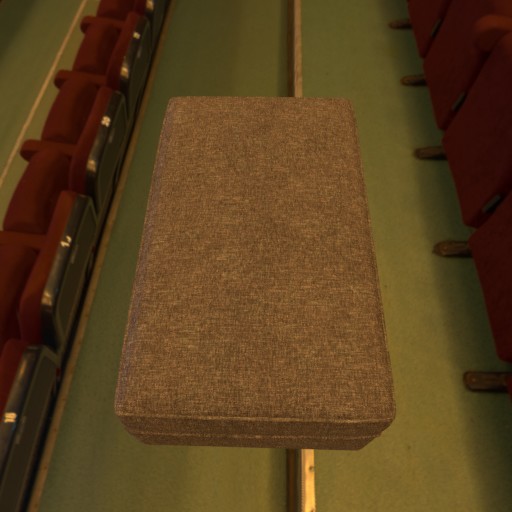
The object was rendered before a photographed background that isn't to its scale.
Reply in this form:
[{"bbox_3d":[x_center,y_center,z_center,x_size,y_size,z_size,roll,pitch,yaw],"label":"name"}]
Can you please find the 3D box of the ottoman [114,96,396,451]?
[{"bbox_3d":[0.000,0.000,1.521,0.717,0.487,1.184,1,58,1],"label":"ottoman"}]
